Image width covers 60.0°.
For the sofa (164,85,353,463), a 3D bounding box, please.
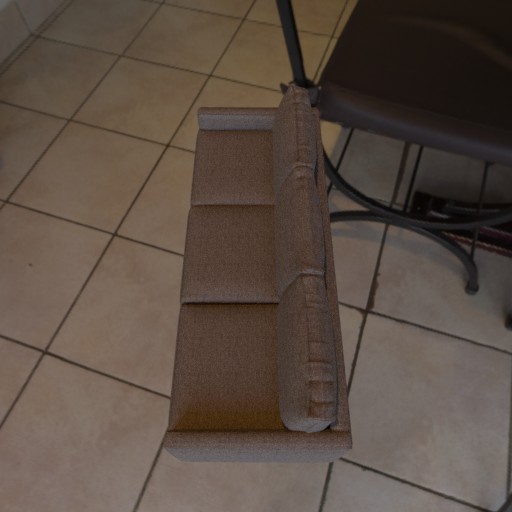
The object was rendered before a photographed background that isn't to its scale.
[{"bbox_3d":[0.000,0.000,2.694,0.876,0.882,2.253,0,59,0],"label":"sofa"}]
